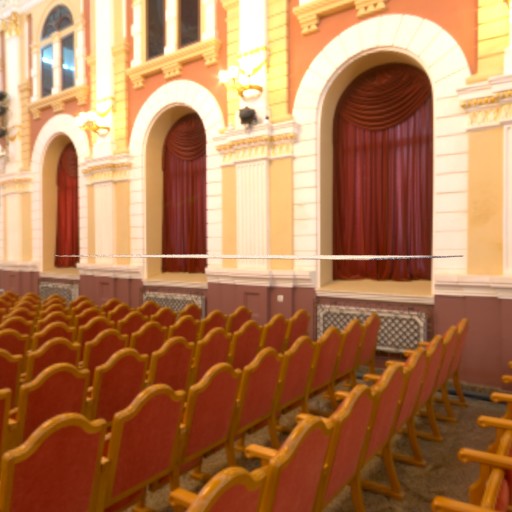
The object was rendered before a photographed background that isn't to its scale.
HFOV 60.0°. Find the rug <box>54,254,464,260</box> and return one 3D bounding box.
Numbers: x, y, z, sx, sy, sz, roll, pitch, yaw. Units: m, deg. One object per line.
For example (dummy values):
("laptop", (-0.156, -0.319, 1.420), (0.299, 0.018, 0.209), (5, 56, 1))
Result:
("rug", (0.000, 0.000, 2.963), (2.315, 0.010, 1.544), (0, 1, 36))
